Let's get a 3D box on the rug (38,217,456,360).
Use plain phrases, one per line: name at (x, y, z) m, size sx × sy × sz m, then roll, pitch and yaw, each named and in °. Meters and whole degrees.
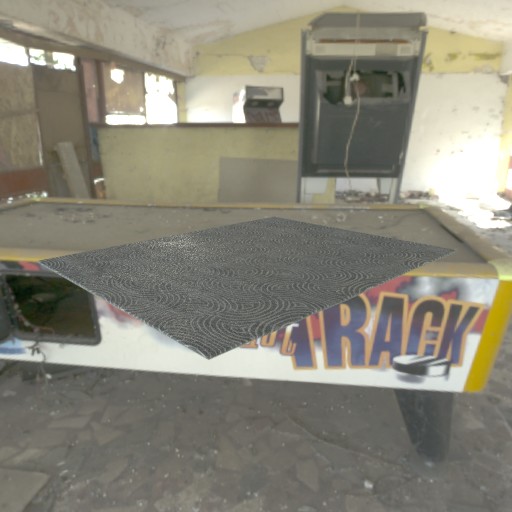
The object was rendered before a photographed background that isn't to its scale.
rug at (0.000, 0.000, 4.118) m, size 3.042 × 0.021 × 2.456 m, roll -15°, pitch 21°, yaw -42°
